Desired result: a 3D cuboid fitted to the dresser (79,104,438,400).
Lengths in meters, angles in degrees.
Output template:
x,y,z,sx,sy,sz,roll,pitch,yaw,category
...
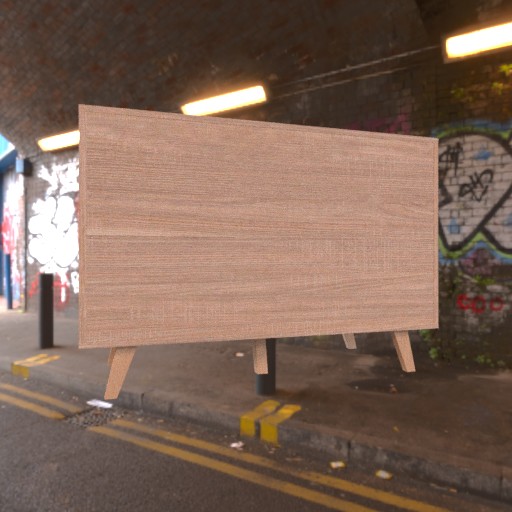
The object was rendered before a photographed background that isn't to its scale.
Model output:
x,y,z,sx,sy,sz,roll,pitch,yaw,category
0.000,0.000,1.542,1.110,0.780,0.500,0,0,-17,dresser
